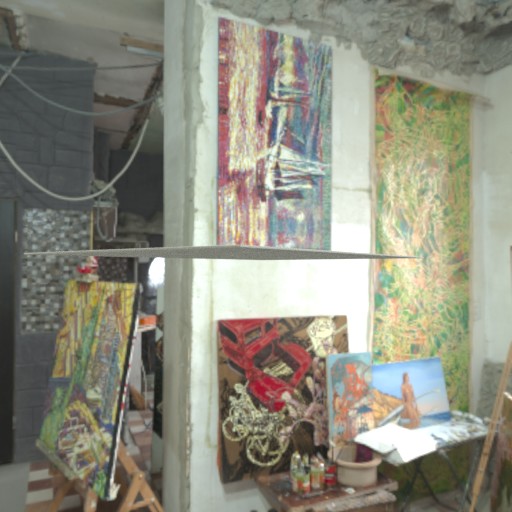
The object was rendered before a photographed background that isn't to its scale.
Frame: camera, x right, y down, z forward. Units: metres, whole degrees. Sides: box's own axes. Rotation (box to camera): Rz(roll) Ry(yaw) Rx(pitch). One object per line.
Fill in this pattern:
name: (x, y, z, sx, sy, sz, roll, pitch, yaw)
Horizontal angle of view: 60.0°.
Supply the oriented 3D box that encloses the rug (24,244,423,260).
rug: (0.000, 0.000, 2.901, 1.522, 0.008, 2.284, -1, -2, 36)
